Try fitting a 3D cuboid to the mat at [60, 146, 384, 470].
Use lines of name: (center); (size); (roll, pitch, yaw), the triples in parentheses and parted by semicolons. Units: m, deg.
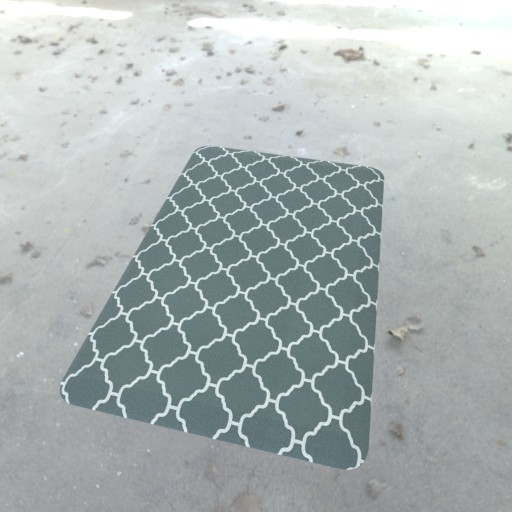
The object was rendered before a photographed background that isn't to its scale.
mat: (0.000, 0.000, 0.929); (0.508, 0.021, 0.762); (10, 48, 9)
